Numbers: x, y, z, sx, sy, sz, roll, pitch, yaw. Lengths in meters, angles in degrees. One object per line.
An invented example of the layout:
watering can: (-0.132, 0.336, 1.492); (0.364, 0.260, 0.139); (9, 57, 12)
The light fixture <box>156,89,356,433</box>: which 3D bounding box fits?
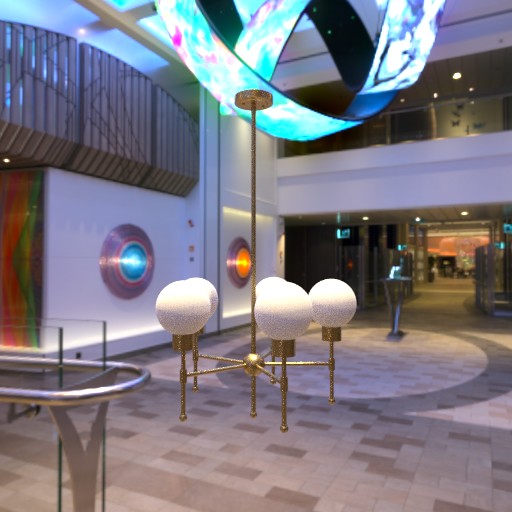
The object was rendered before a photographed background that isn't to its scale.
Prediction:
light fixture: (0.000, 0.000, 1.806); (0.815, 1.331, 0.785); (0, -1, -19)
